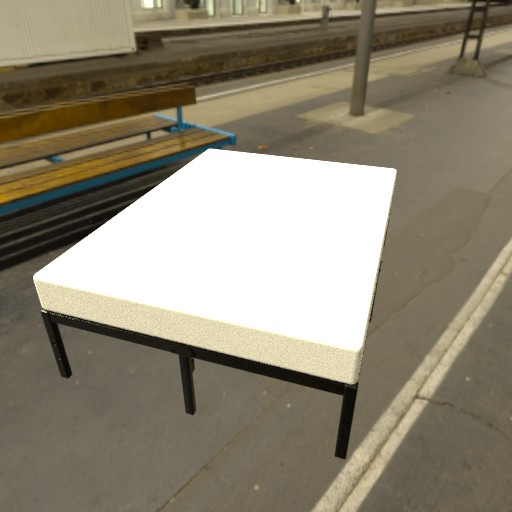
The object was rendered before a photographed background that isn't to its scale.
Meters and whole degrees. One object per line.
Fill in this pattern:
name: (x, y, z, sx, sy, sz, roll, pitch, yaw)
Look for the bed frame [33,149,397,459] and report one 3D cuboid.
bed frame: (0.000, 0.000, 2.859, 1.557, 0.659, 2.072, 10, 33, 16)
